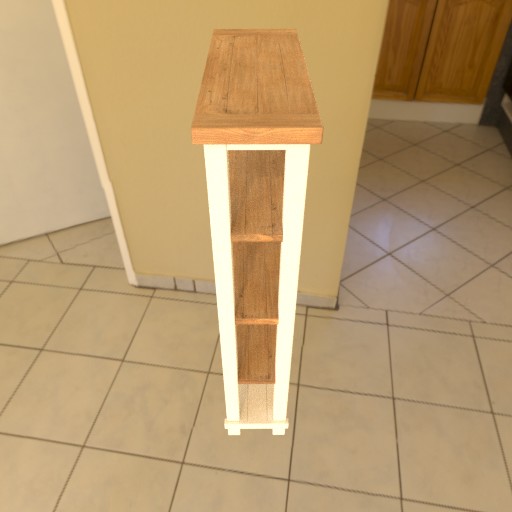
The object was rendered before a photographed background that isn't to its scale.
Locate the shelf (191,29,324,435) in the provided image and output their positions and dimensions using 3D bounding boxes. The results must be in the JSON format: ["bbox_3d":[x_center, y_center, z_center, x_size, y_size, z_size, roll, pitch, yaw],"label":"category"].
[{"bbox_3d":[0.000,0.000,2.271,0.381,1.878,1.022,0,41,0],"label":"shelf"}]
